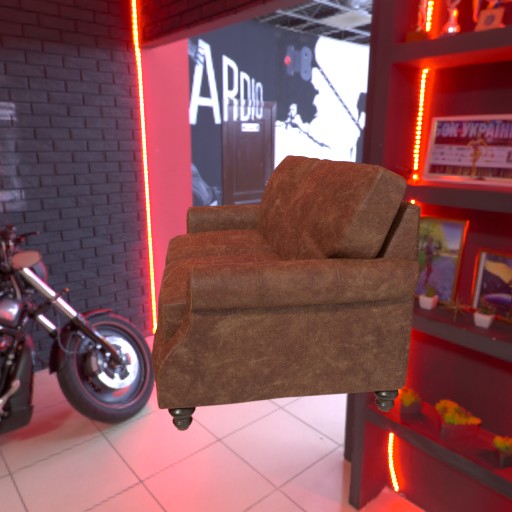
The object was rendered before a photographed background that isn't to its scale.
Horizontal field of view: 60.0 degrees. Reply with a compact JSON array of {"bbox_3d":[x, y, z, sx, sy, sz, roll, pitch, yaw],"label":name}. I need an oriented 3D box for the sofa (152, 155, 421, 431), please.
[{"bbox_3d":[0.000,0.000,2.249,0.990,0.967,1.616,-2,14,-8],"label":"sofa"}]
